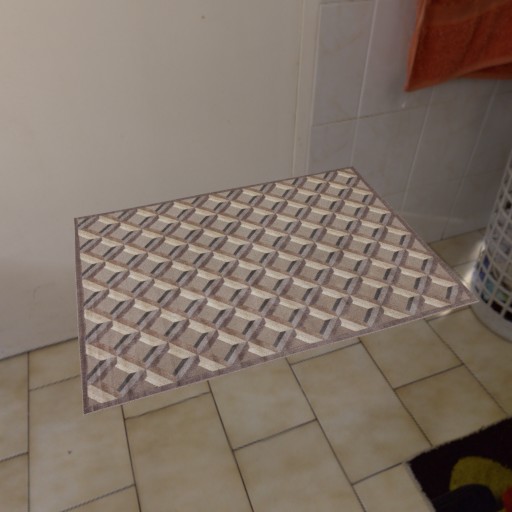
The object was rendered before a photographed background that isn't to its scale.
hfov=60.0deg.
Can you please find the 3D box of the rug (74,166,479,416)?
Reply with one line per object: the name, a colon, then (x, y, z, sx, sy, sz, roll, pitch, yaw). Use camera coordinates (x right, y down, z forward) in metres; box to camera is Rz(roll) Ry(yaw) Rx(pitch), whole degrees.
rug: (0.000, 0.000, 2.910, 2.260, 0.013, 1.600, -13, 44, -14)
